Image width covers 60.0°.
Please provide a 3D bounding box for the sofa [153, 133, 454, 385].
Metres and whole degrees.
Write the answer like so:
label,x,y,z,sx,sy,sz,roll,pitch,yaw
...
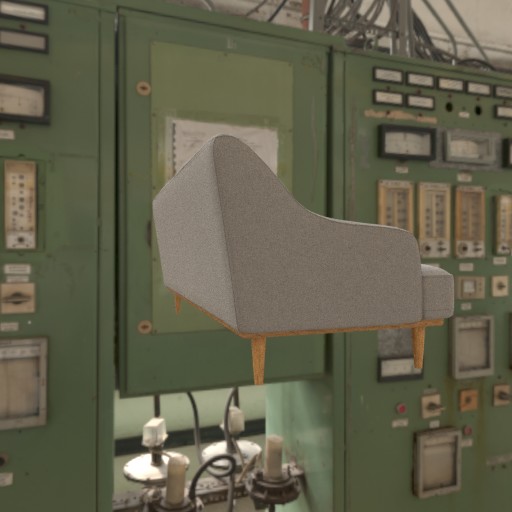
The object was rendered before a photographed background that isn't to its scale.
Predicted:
label,x,y,z,sx,sy,sz,roll,pitch,yaw
sofa,0.000,0.000,2.528,0.978,0.871,2.057,0,1,-19
